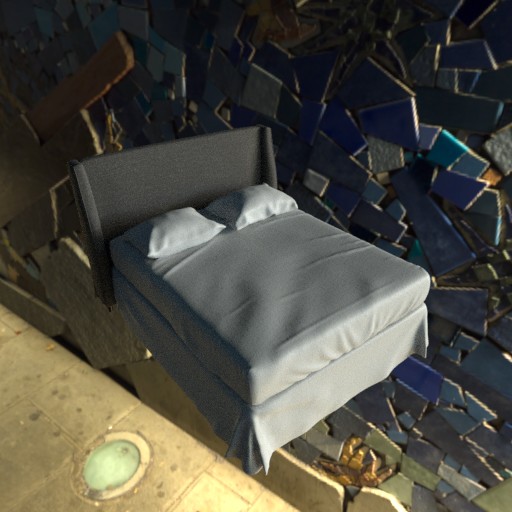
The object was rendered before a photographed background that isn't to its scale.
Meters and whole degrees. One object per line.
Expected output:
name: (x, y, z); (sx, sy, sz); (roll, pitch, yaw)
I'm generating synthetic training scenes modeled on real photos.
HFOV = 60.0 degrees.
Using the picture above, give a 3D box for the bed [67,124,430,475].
bed: (0.000, 0.000, 3.413); (1.925, 1.332, 2.276); (-21, 36, -32)
